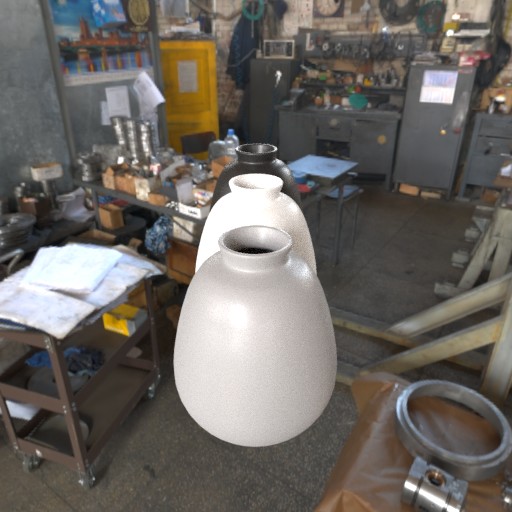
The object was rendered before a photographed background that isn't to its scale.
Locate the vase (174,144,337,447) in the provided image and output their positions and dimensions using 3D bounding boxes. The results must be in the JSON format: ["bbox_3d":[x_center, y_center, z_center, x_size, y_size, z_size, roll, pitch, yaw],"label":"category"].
[{"bbox_3d":[0.000,0.000,0.349,0.097,0.122,0.297,0,27,0],"label":"vase"}]
